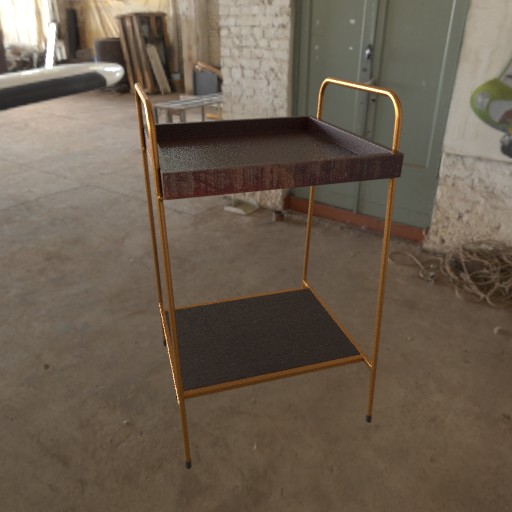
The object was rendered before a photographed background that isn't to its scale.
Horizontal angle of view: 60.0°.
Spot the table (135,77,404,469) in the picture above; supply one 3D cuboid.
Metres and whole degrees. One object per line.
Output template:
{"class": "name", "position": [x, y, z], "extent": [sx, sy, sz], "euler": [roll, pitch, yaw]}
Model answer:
{"class": "table", "position": [0.000, 0.000, 0.985], "extent": [0.430, 0.710, 0.430], "euler": [-8, 28, -15]}
